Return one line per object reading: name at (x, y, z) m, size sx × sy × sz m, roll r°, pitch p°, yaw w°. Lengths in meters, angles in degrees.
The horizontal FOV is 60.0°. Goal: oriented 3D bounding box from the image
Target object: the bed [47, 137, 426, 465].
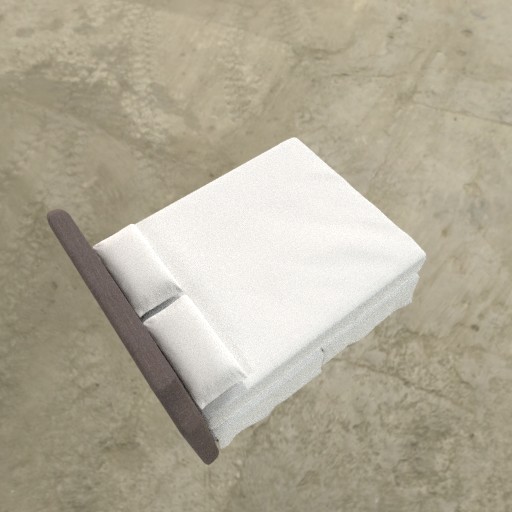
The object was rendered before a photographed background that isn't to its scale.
bed at (0.000, 0.000, 3.181) m, size 2.116 × 1.290 × 1.693 m, roll -33°, pitch 64°, yaw -18°
